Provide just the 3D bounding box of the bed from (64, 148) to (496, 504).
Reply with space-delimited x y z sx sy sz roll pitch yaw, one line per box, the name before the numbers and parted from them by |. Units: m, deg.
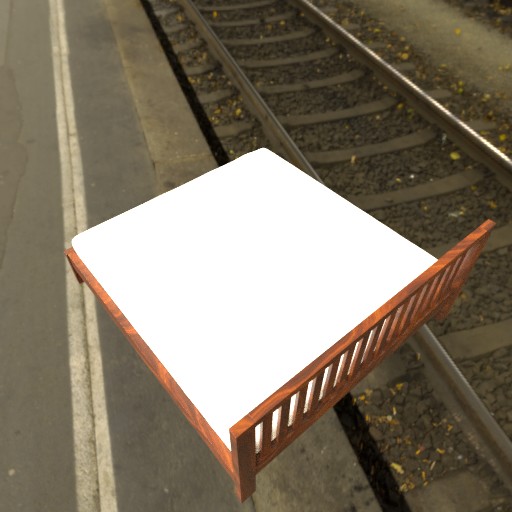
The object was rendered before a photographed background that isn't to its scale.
bed | 0.000 0.000 2.985 1.905 0.890 2.030 -31 54 -26
